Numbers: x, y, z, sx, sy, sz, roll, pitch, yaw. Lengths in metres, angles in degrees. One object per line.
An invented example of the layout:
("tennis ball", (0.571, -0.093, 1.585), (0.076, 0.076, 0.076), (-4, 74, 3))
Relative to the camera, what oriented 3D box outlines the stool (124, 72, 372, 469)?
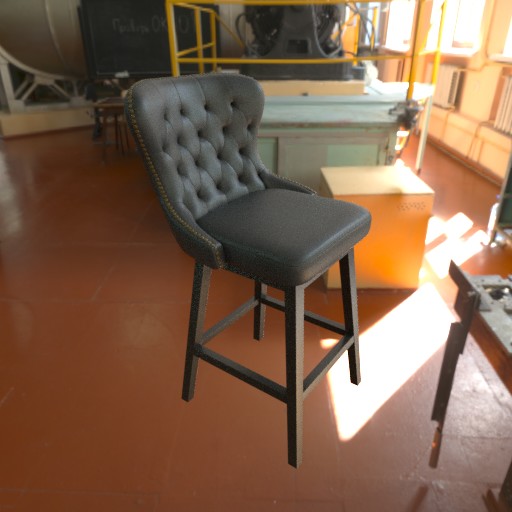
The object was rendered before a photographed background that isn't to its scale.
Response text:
("stool", (0.000, 0.000, 1.317), (0.593, 0.971, 0.528), (18, 32, 32))
